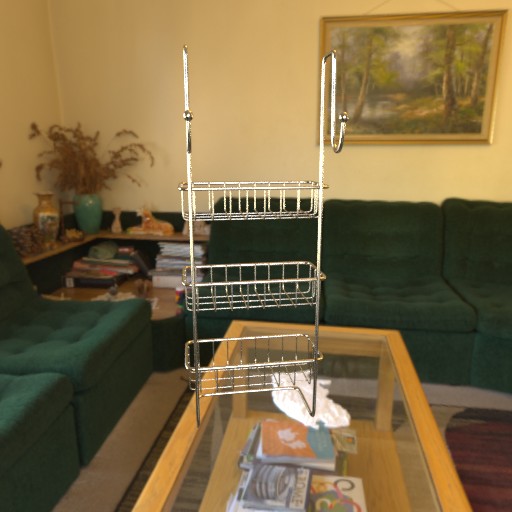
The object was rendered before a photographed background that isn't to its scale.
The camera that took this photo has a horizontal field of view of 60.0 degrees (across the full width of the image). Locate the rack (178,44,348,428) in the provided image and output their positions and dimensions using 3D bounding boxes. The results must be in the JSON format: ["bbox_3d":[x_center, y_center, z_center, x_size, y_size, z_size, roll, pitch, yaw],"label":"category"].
[{"bbox_3d":[0.000,0.000,0.679,0.228,0.574,0.202,-2,14,-9],"label":"rack"}]
